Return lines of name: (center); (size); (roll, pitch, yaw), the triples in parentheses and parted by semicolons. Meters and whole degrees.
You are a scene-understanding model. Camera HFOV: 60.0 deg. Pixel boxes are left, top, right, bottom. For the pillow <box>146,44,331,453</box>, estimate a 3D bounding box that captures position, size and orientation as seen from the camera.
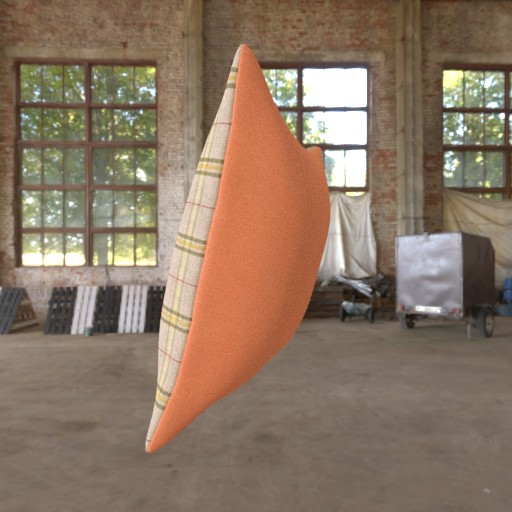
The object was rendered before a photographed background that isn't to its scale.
pillow: (0.000, 0.000, 0.678); (0.200, 0.430, 0.453); (0, 0, 18)
